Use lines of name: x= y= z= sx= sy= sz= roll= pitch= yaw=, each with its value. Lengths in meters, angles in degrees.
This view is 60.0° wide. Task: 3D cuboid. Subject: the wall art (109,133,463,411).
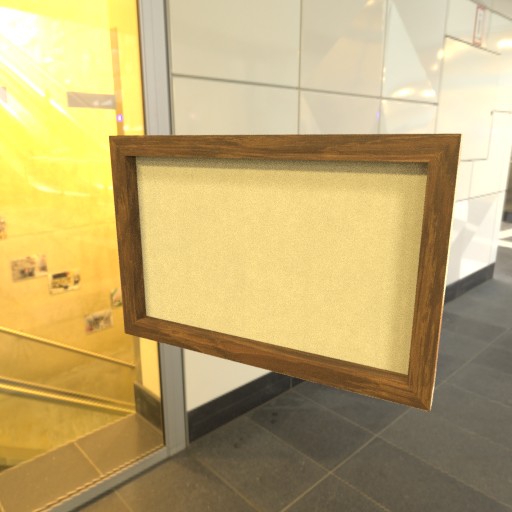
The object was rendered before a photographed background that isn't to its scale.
wall art: x=0.000 y=0.000 z=0.768 sx=0.609 sy=0.405 sz=0.035 roll=7 pitch=16 yaw=26
